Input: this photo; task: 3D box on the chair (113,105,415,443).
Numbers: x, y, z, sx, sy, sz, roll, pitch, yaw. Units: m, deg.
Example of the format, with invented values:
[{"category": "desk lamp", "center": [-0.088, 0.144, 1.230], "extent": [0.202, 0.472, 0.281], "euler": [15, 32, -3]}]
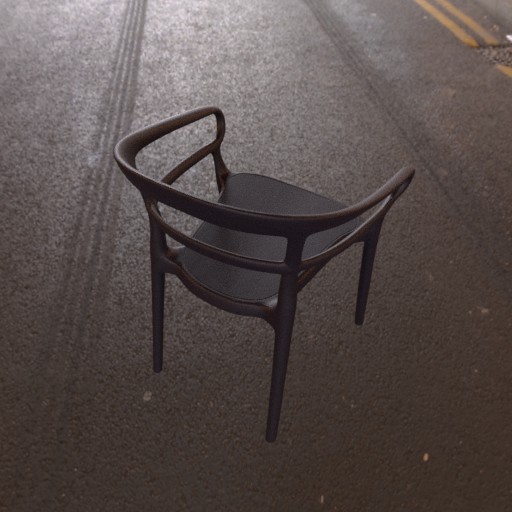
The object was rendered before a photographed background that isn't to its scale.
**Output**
[{"category": "chair", "center": [0.000, 0.000, 1.118], "extent": [0.559, 0.761, 0.527], "euler": [24, 50, 22]}]
